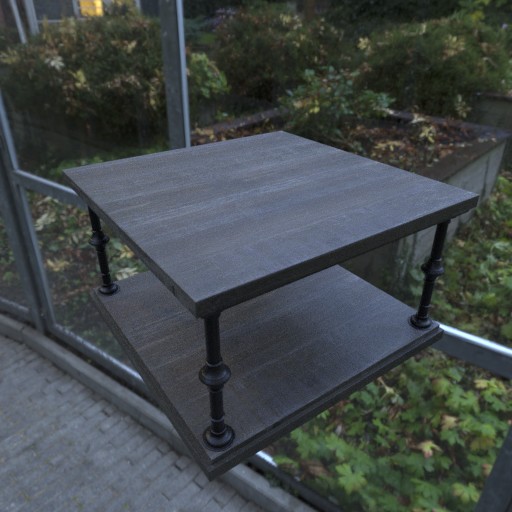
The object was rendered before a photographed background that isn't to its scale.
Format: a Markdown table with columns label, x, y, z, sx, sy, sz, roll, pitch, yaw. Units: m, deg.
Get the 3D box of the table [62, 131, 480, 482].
| label | x | y | z | sx | sy | sz | roll | pitch | yaw |
| --- | --- | --- | --- | --- | --- | --- | --- | --- | --- |
| table | 0.000 | 0.000 | 1.132 | 0.696 | 0.400 | 0.696 | -19 | 35 | -30 |
